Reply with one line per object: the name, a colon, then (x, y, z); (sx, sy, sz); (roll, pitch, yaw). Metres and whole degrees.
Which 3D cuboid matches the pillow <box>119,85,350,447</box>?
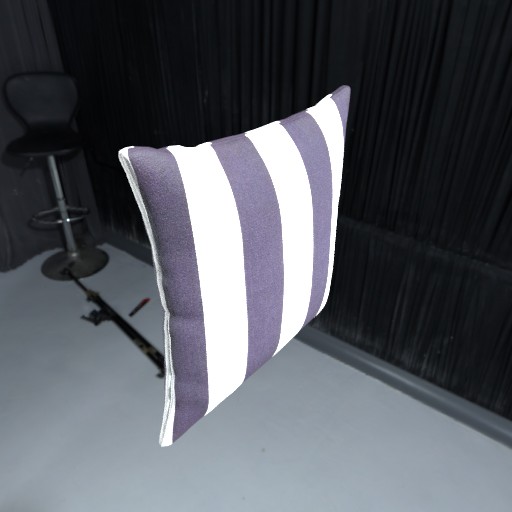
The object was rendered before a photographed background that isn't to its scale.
pillow: (0.000, 0.000, 0.814); (0.189, 0.526, 0.536); (23, 38, 32)
